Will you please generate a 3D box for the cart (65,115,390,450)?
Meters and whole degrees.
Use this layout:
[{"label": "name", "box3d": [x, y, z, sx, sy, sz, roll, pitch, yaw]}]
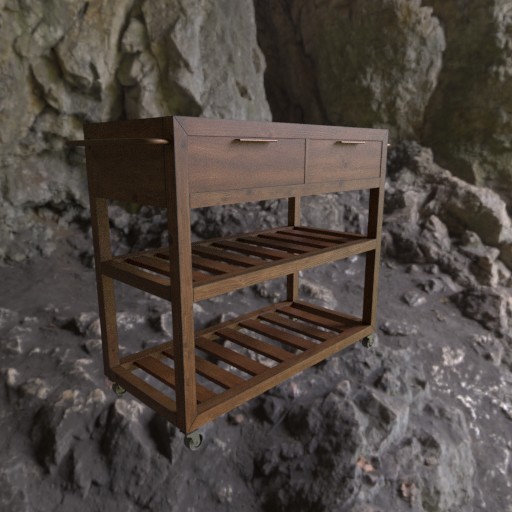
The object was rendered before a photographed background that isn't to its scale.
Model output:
[{"label": "cart", "box3d": [0.000, 0.000, 1.485, 0.445, 0.830, 1.065, 13, 18, 43]}]
